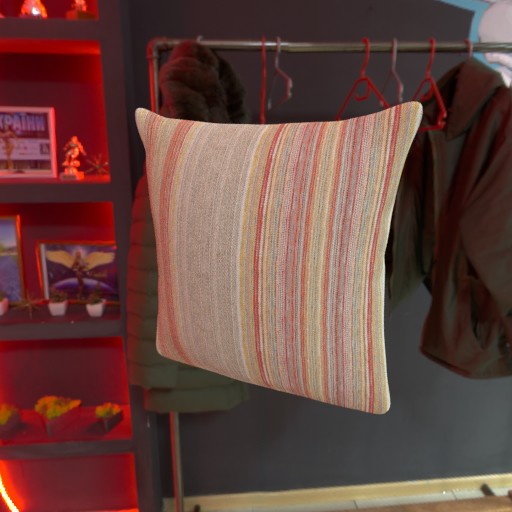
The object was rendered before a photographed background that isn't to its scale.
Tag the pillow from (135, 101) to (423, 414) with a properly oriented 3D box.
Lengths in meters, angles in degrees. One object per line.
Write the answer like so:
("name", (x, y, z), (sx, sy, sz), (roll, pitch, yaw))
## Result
("pillow", (0.000, 0.000, 0.690), (0.451, 0.449, 0.191), (8, 17, 26))
